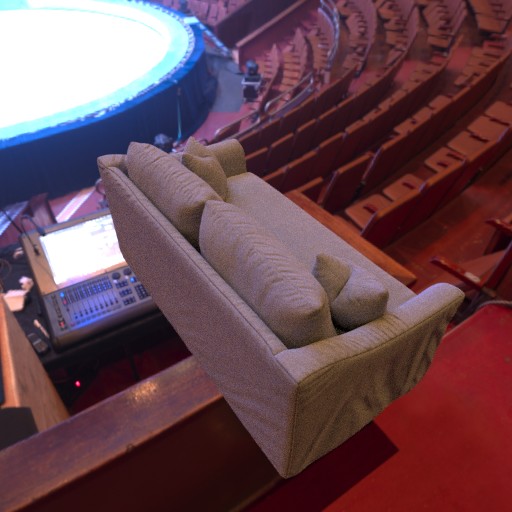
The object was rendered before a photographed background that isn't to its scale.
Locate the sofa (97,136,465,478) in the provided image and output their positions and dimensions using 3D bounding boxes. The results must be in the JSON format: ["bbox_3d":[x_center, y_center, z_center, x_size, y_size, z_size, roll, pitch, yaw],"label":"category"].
[{"bbox_3d":[0.000,0.000,2.608,1.072,1.018,2.010,-25,47,-26],"label":"sofa"}]
